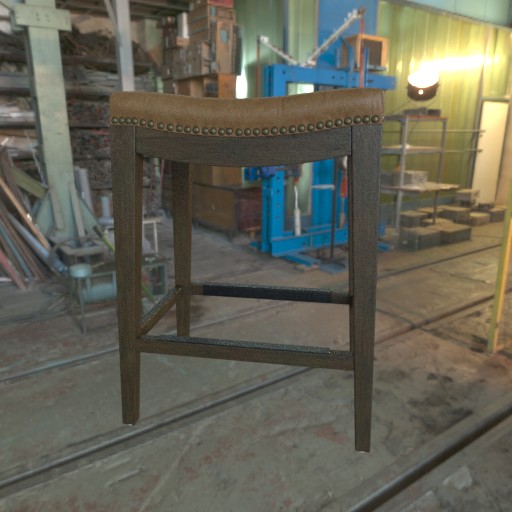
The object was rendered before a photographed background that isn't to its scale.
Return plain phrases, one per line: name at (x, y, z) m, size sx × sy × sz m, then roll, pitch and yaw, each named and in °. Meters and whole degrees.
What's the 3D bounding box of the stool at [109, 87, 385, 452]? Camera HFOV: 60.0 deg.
stool at (0.000, 0.000, 0.962) m, size 0.500 × 0.660 × 0.361 m, roll 3°, pitch 16°, yaw 10°
